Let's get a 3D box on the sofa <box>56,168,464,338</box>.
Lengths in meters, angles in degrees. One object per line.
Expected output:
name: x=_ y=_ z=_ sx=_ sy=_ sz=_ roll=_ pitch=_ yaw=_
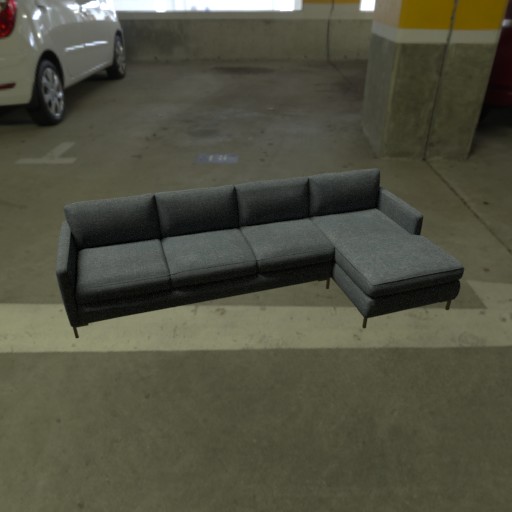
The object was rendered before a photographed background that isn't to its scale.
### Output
sofa: x=0.000 y=0.000 z=3.510 sx=2.932 sy=0.810 sz=1.350 roll=-9 pitch=32 yaw=-15
